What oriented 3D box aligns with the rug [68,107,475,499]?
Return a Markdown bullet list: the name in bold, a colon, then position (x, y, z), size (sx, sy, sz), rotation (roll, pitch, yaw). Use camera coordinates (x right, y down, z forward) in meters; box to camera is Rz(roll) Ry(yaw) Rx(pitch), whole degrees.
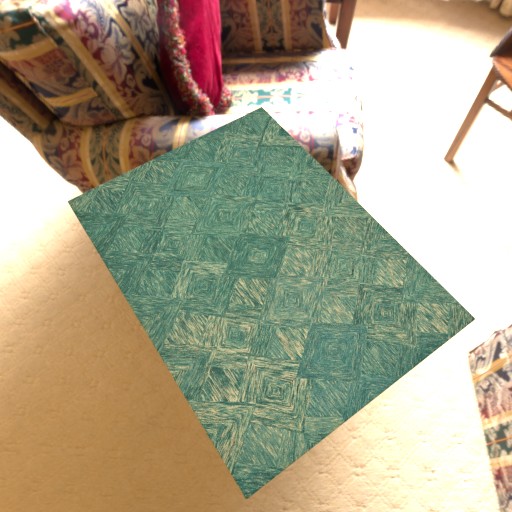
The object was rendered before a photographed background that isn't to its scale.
- **rug**: position (0.000, 0.000, 4.164), size (2.405, 0.027, 3.217), rotation (-31, 65, -17)
